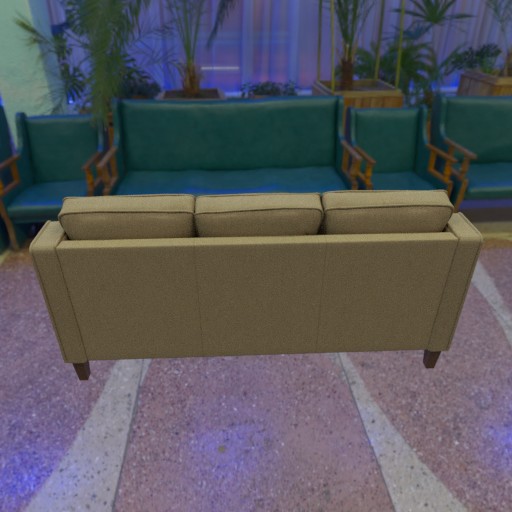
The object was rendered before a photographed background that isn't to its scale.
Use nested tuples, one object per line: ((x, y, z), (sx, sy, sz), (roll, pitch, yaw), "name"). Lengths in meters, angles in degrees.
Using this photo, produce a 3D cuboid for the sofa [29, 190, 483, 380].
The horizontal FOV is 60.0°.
((0.000, 0.000, 2.482), (1.986, 0.974, 0.911), (-1, 31, -2), "sofa")
